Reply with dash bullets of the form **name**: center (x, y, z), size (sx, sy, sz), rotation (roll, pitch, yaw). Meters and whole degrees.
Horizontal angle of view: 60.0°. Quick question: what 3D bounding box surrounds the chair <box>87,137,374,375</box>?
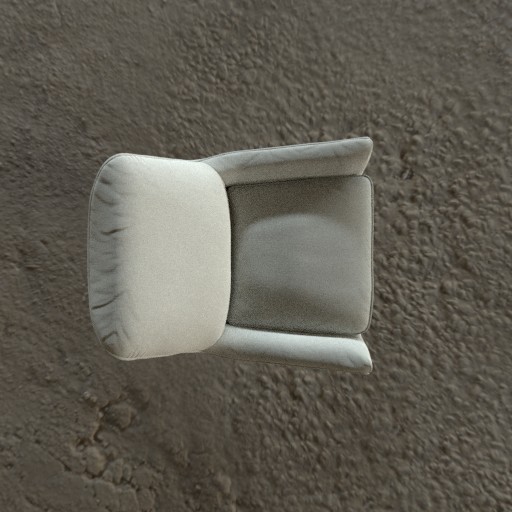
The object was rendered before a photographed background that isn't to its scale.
- **chair**: center (0.000, 0.000, 1.507), size (0.822, 0.888, 0.787), rotation (0, 90, 1)
